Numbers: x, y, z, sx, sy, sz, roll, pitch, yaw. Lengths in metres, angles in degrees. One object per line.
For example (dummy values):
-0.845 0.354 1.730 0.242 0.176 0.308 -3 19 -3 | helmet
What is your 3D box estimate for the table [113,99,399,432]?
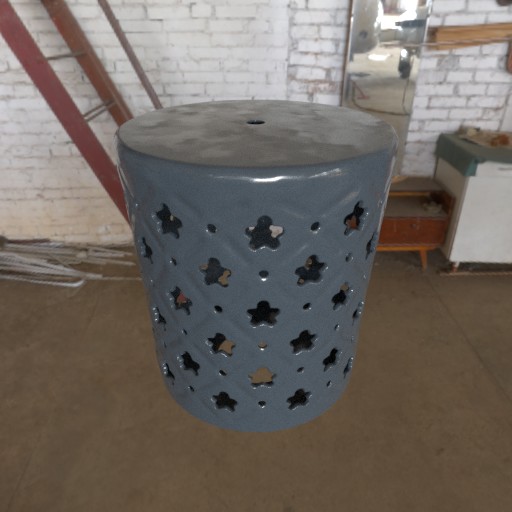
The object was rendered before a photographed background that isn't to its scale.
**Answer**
0.000 0.000 0.652 0.352 0.387 0.352 0 30 0 | table
